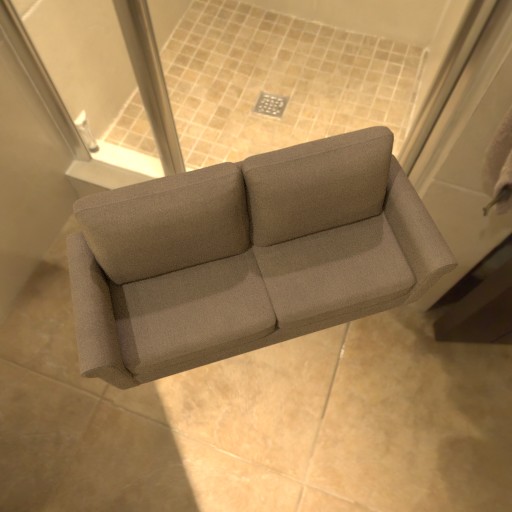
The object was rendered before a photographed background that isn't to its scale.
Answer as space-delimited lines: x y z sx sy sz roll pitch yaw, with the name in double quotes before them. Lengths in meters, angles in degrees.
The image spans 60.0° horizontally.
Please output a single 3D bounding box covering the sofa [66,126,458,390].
"sofa" 0.000 0.000 2.445 1.935 0.942 0.842 -15 65 -7
